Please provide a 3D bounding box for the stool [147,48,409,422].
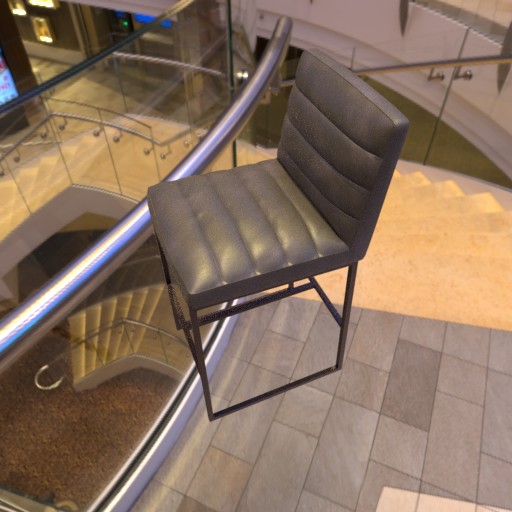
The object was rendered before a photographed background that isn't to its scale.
[{"bbox_3d":[0.000,0.000,1.396,0.562,1.065,0.463,-17,49,-16],"label":"stool"}]
